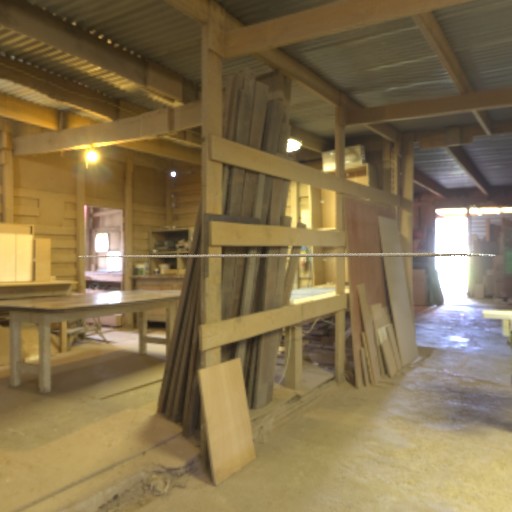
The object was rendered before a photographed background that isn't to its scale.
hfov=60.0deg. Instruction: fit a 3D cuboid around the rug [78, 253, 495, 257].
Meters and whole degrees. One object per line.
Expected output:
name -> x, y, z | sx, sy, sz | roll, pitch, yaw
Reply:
rug -> 0.000, 0.000, 2.642 | 2.449, 0.011, 0.774 | 0, -1, 35
